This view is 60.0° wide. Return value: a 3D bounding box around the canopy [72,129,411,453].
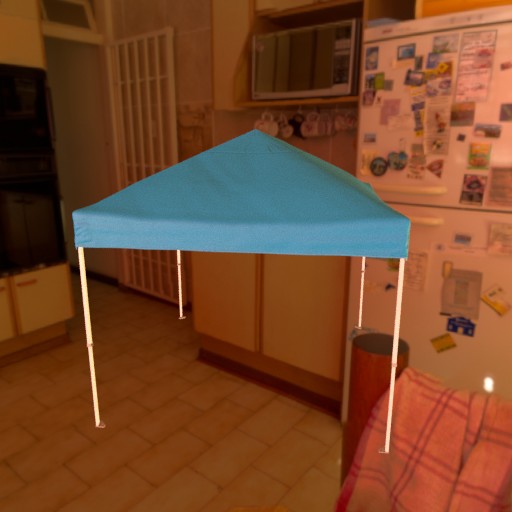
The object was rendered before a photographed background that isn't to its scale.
[{"bbox_3d":[0.000,0.000,5.444,2.996,2.997,2.998,2,15,8],"label":"canopy"}]
